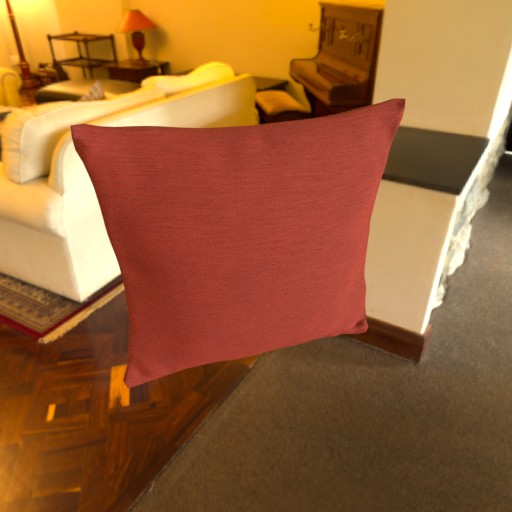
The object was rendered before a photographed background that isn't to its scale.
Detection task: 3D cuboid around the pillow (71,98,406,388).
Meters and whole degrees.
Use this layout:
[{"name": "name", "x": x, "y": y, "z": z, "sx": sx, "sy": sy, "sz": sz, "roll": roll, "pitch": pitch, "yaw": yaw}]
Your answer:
[{"name": "pillow", "x": 0.000, "y": 0.000, "z": 0.648, "sx": 0.435, "sy": 0.416, "sz": 0.151, "roll": -10, "pitch": 33, "yaw": -15}]
